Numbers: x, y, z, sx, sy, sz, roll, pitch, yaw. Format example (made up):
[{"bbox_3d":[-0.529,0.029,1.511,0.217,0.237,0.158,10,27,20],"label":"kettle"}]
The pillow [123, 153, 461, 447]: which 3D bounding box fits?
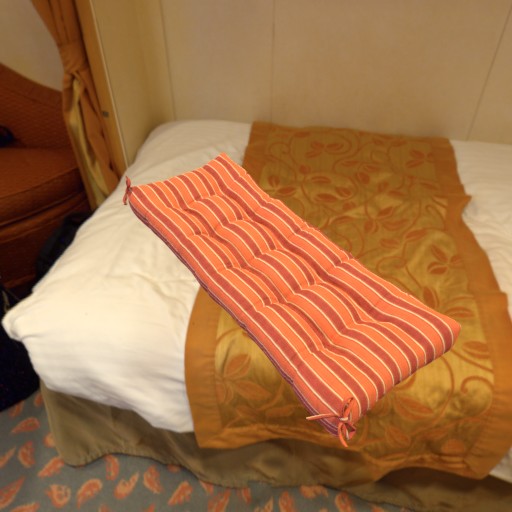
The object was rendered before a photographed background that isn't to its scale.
[{"bbox_3d":[0.000,0.000,1.387,0.511,0.174,1.194,-26,48,-26],"label":"pillow"}]
